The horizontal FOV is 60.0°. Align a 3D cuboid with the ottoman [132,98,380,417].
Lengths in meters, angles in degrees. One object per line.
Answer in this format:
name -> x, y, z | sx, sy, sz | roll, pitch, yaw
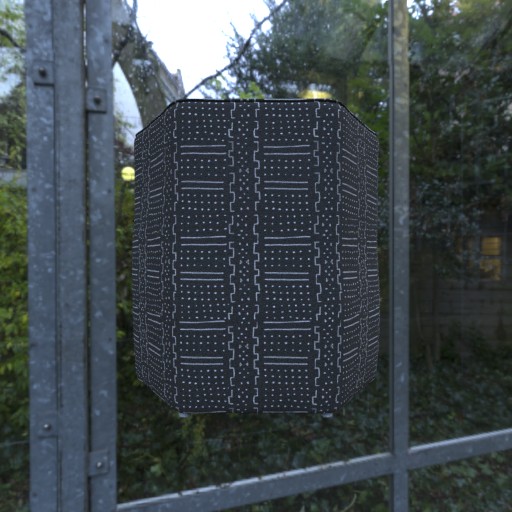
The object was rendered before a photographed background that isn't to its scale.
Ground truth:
ottoman -> 0.000, 0.000, 0.890 | 0.494, 0.502, 0.443 | 0, 0, 0
